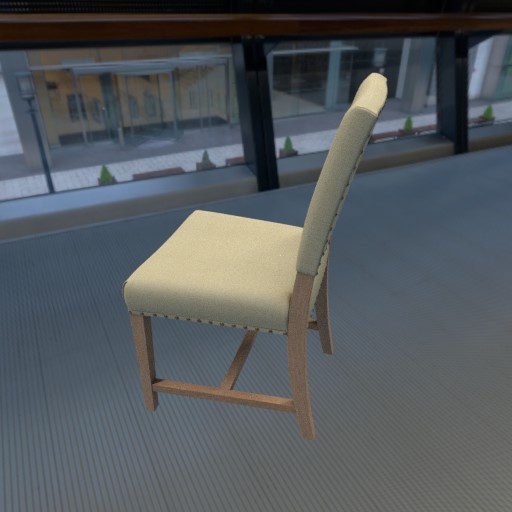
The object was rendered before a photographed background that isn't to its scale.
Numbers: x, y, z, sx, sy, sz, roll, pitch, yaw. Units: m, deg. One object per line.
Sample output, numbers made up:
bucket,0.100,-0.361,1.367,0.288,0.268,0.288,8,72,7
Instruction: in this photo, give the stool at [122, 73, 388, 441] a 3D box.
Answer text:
stool,0.000,0.000,1.326,0.623,0.986,0.508,9,32,14
